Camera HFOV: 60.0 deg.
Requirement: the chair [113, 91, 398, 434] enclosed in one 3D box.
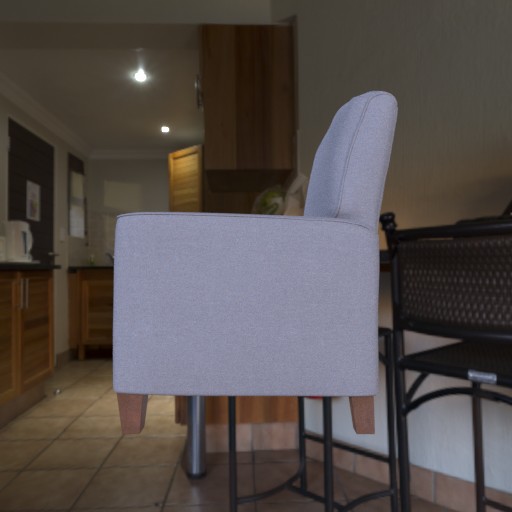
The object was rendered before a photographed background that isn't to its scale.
[{"bbox_3d":[0.000,0.000,1.641,0.859,1.023,0.845,0,-1,0],"label":"chair"}]
